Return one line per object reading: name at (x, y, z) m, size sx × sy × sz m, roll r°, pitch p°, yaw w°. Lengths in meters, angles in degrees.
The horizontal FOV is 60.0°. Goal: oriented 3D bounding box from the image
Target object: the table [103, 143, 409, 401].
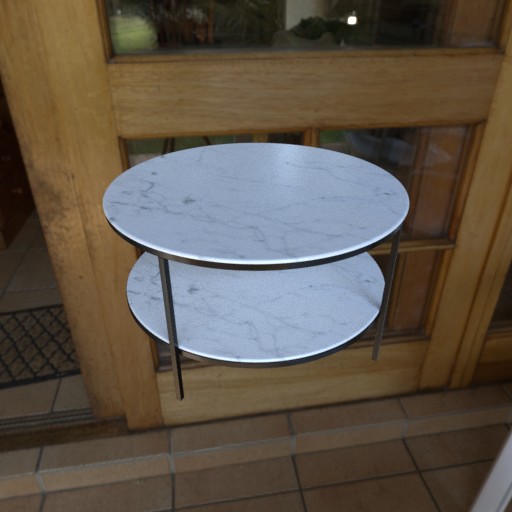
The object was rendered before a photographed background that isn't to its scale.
table at (0.000, 0.000, 1.319) m, size 0.800 × 0.450 × 0.800 m, roll 0°, pitch 31°, yaw 0°
